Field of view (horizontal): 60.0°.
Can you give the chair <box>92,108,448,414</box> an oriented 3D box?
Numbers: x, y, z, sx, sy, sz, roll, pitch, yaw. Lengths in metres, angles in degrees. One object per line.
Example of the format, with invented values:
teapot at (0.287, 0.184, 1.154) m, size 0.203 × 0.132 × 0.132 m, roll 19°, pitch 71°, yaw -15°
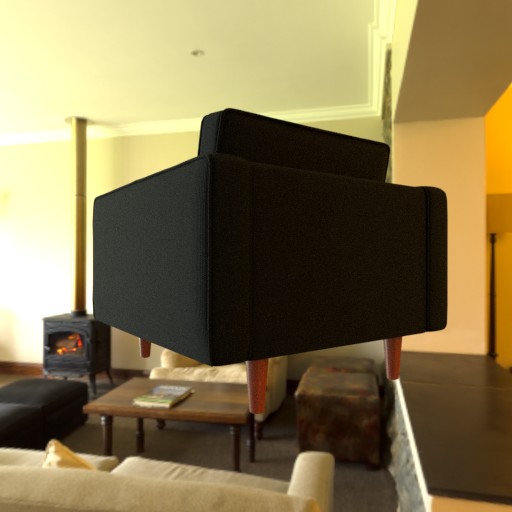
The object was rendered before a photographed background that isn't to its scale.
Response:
chair at (0.000, 0.000, 1.543) m, size 0.899 × 0.770 × 0.920 m, roll 0°, pitch 0°, yaw -35°
